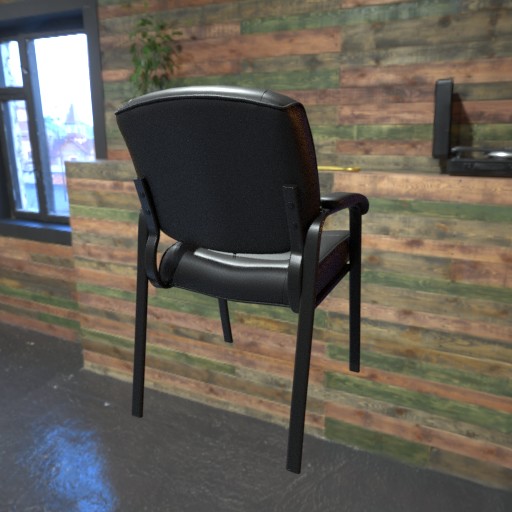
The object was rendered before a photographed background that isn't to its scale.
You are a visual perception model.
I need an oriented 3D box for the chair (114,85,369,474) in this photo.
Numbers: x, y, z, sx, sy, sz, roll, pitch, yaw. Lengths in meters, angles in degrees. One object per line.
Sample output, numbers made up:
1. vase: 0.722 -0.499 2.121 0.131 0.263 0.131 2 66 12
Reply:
1. chair: 0.000 0.000 1.338 0.591 0.910 0.668 7 16 26
